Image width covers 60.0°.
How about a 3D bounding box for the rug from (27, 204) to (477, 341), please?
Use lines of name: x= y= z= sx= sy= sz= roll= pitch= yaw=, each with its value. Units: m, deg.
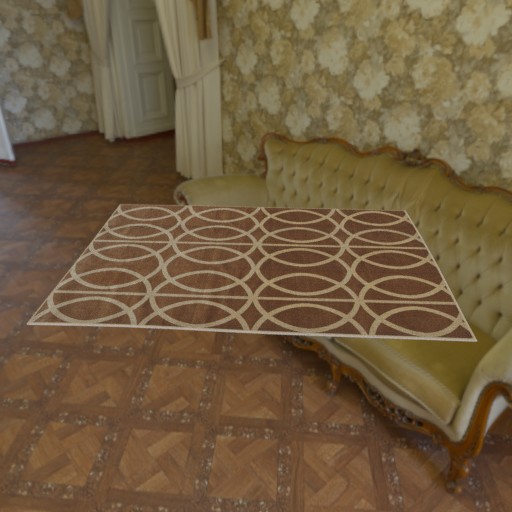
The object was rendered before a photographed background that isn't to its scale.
rug: x=0.000 y=0.000 z=2.889 sx=2.294 sy=0.014 sz=1.528 roll=2 pitch=31 yaw=3
